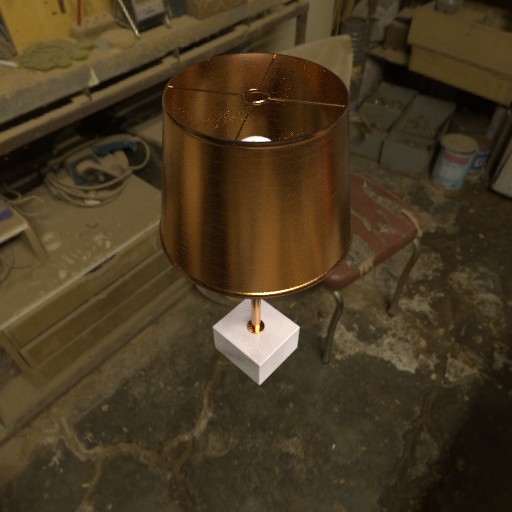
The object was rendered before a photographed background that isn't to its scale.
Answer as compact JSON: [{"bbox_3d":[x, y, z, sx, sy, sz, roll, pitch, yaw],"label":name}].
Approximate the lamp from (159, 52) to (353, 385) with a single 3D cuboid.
[{"bbox_3d":[0.000,0.000,0.520,0.208,0.406,0.208,0,47,0],"label":"lamp"}]
